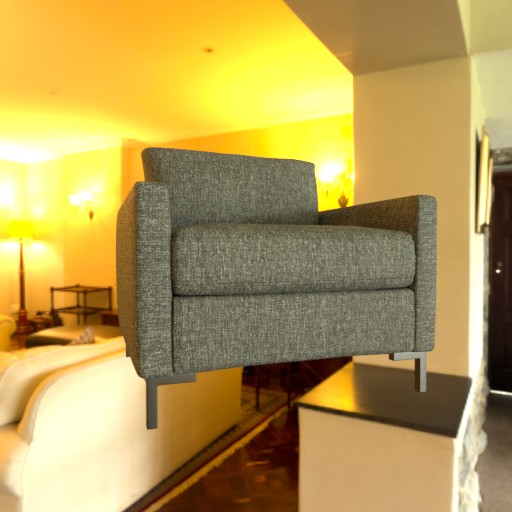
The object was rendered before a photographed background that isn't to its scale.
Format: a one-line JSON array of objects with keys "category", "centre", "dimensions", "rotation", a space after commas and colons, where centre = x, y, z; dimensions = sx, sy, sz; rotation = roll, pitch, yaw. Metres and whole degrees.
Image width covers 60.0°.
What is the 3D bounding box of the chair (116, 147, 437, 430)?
[{"category": "chair", "centre": [0.000, 0.000, 1.637], "dimensions": [0.963, 0.861, 0.866], "rotation": [0, 1, -20]}]
